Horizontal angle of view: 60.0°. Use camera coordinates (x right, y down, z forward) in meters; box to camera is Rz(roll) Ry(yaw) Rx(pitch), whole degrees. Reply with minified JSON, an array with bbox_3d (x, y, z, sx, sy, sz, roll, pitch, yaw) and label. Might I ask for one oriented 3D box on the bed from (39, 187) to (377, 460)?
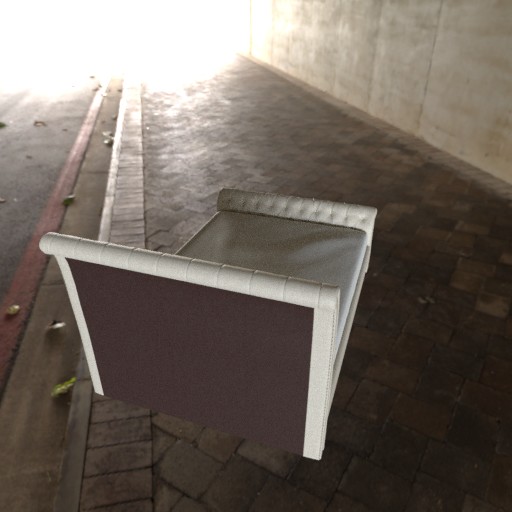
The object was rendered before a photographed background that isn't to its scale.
[{"bbox_3d":[0.000,0.000,3.455,1.606,1.268,2.493,10,32,17],"label":"bed"}]
